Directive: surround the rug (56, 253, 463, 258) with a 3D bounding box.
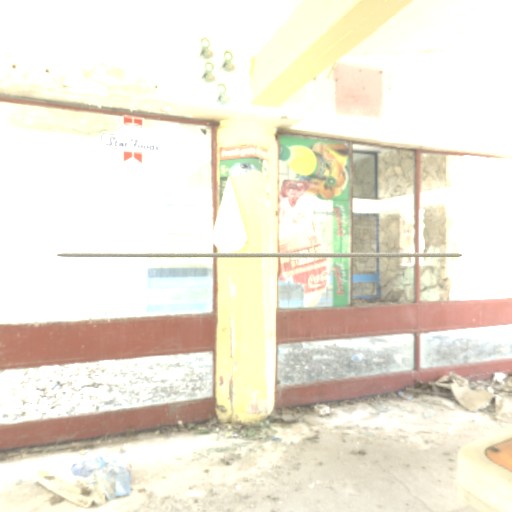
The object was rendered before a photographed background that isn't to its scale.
[{"bbox_3d":[0.000,0.000,4.183,2.462,0.030,3.066,0,0,-1],"label":"rug"}]
